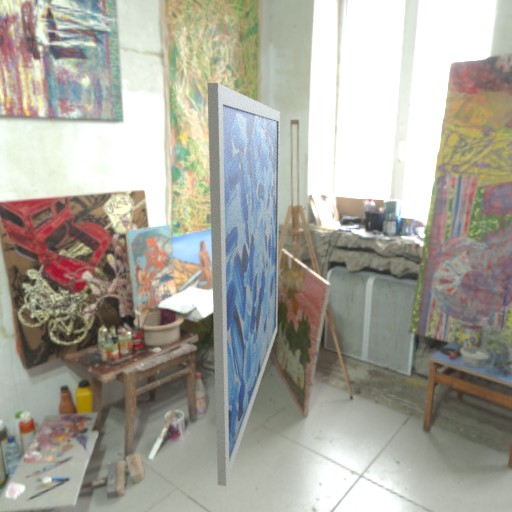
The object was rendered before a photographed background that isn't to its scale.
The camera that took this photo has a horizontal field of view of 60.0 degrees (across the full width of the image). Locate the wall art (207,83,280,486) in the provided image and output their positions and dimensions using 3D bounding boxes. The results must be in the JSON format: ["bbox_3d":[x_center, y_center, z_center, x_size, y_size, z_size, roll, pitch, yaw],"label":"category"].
[{"bbox_3d":[0.000,0.000,1.006,0.015,0.660,0.660,3,15,10],"label":"wall art"}]
